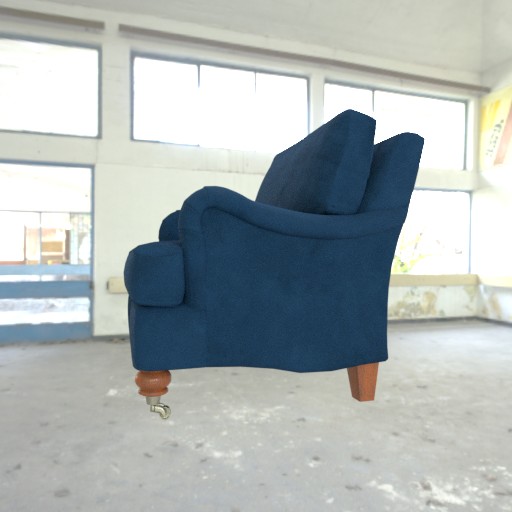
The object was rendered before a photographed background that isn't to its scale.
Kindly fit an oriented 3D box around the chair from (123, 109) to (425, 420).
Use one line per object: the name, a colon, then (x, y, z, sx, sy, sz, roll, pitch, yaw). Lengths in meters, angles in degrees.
chair: (0.000, 0.000, 1.883, 1.078, 1.076, 0.895, 0, 0, -17)
